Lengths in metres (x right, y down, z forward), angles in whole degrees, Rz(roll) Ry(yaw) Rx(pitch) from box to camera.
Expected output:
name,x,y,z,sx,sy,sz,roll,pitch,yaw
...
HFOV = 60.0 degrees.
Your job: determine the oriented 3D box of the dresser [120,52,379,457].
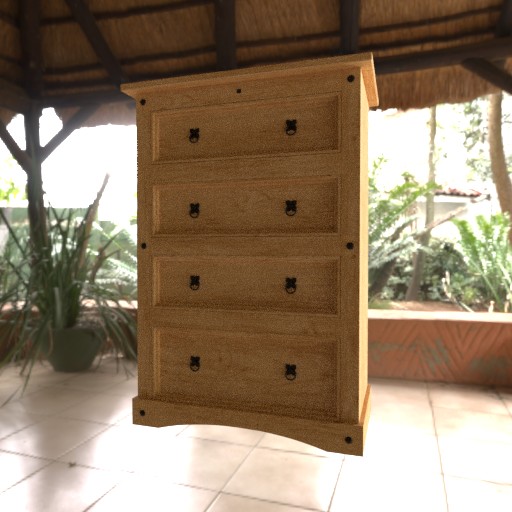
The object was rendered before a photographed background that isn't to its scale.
name,x,y,z,sx,sy,sz,roll,pitch,yaw
dresser,0.000,0.000,1.767,0.915,1.300,0.485,0,1,18
